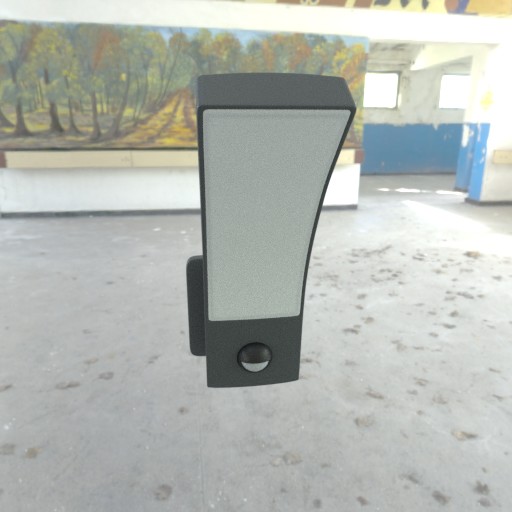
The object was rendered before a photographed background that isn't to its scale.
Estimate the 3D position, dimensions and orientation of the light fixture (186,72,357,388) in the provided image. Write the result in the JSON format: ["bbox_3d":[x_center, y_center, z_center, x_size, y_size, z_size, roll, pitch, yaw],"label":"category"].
[{"bbox_3d":[0.000,0.000,0.333,0.108,0.243,0.174,-2,17,-8],"label":"light fixture"}]
